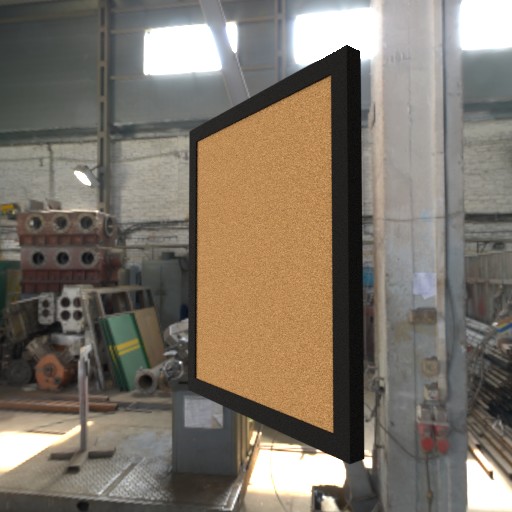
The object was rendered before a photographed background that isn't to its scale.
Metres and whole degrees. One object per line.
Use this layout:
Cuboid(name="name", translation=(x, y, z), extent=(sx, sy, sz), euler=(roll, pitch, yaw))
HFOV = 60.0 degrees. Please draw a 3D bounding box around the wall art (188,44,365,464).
Cuboid(name="wall art", translation=(0.000, 0.000, 0.782), extent=(0.029, 0.559, 0.457), euler=(2, -3, -36))
